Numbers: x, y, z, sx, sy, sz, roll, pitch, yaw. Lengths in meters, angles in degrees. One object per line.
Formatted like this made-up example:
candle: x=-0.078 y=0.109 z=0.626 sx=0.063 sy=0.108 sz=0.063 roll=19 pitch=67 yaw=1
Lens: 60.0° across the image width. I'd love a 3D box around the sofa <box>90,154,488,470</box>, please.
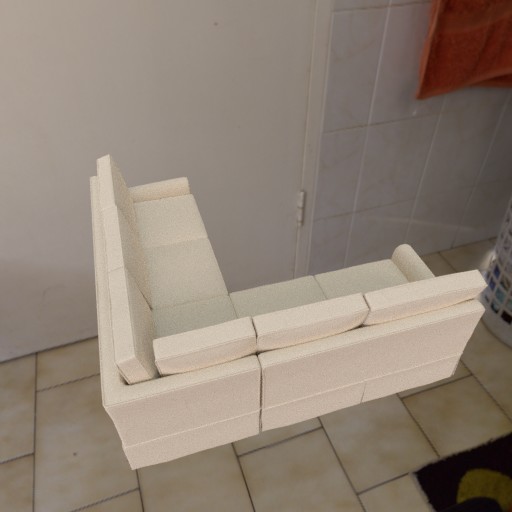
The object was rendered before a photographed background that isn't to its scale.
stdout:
sofa: x=0.000 y=0.000 z=3.866 sx=2.591 sy=1.070 sz=2.597 roll=-12 pitch=43 yaw=-13
